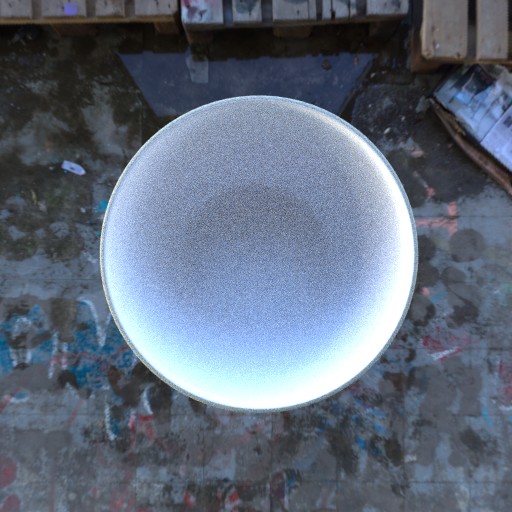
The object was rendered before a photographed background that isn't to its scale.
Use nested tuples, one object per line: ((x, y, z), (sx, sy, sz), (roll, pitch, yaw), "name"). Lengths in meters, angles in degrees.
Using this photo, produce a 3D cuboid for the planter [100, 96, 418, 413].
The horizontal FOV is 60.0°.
((0.000, 0.000, 0.736), (0.350, 0.504, 0.350), (0, 89, -1), "planter")
